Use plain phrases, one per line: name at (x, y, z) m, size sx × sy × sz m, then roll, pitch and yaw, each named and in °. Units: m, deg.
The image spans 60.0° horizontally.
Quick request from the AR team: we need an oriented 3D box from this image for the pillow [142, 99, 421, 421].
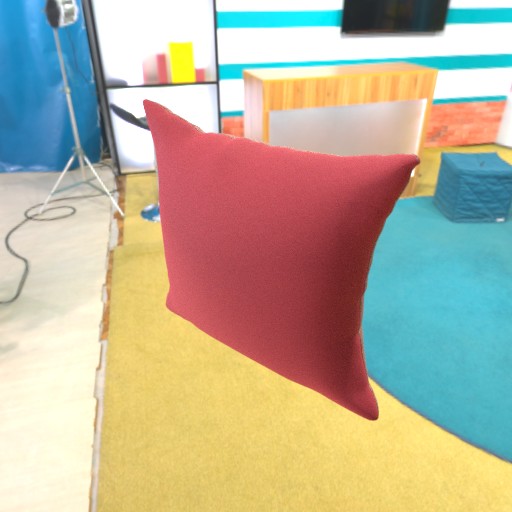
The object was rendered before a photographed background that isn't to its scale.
pillow at (0.000, 0.000, 0.829) m, size 0.559 × 0.501 × 0.229 m, roll 21°, pitch 37°, yaw 31°
